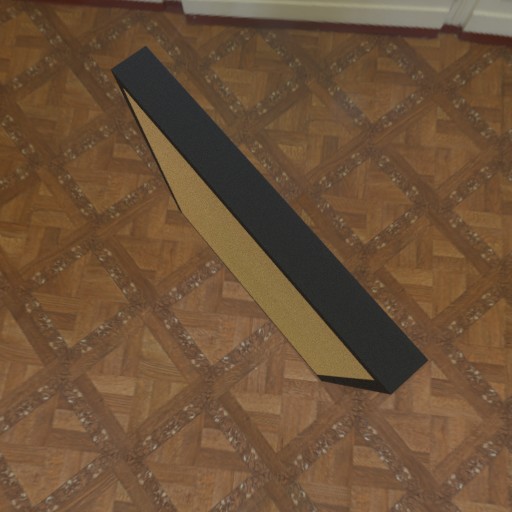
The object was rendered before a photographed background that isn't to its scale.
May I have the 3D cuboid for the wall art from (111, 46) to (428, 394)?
[{"bbox_3d":[0.000,0.000,0.456,0.033,0.304,0.305,-39,79,-9],"label":"wall art"}]
